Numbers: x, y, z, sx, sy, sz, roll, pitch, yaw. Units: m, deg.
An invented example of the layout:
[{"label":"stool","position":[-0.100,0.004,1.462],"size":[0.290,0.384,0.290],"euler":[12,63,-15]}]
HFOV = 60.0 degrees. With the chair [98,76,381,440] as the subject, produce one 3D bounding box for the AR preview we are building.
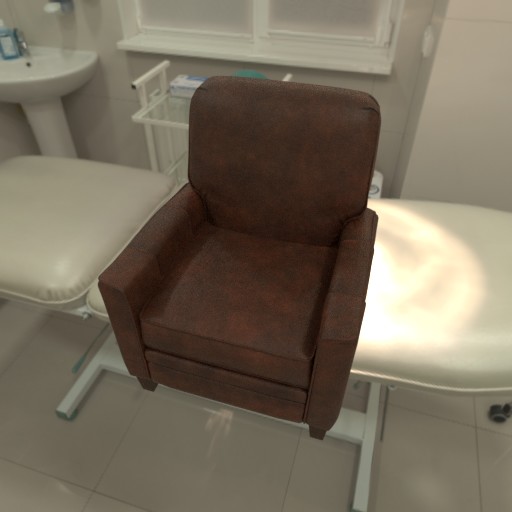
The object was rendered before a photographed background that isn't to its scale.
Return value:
[{"label":"chair","position":[0.000,0.000,1.669],"size":[0.843,1.043,0.836],"euler":[11,42,13]}]
